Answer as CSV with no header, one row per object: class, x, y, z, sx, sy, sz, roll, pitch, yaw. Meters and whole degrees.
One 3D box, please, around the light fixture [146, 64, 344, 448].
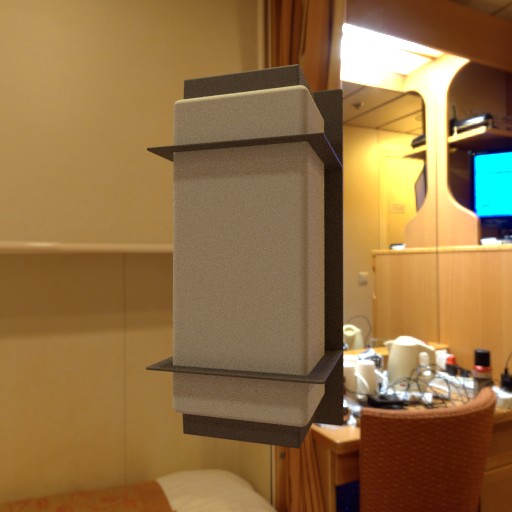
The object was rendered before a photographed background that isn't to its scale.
light fixture,0.000,0.000,0.427,0.153,0.347,0.146,0,-1,18
